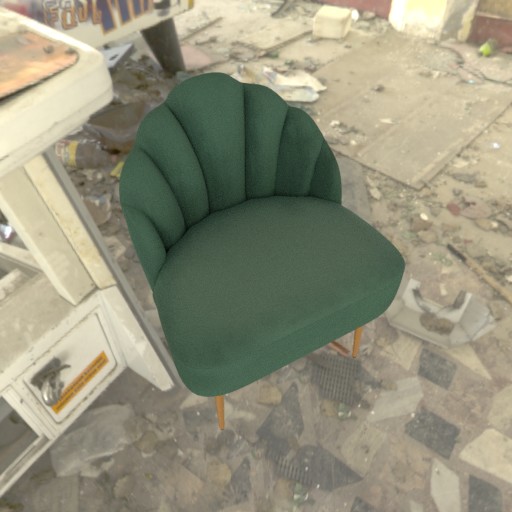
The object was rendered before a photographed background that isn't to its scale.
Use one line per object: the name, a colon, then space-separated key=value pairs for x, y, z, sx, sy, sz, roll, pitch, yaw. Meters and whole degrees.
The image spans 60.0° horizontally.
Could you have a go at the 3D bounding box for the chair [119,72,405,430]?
chair: x=0.000 y=0.000 z=1.256 sx=0.657 sy=0.819 sz=0.599 roll=-22 pitch=51 yaw=-19
